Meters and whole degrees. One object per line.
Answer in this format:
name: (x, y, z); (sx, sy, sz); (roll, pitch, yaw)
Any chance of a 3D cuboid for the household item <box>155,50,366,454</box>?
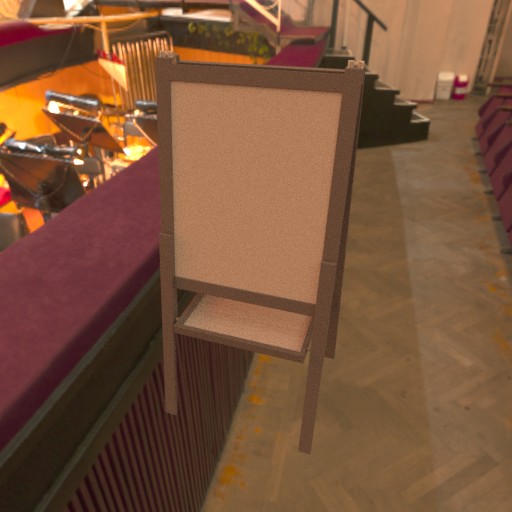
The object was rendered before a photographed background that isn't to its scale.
household item: (0.000, 0.000, 1.407); (0.531, 1.172, 0.469); (10, 34, 15)
